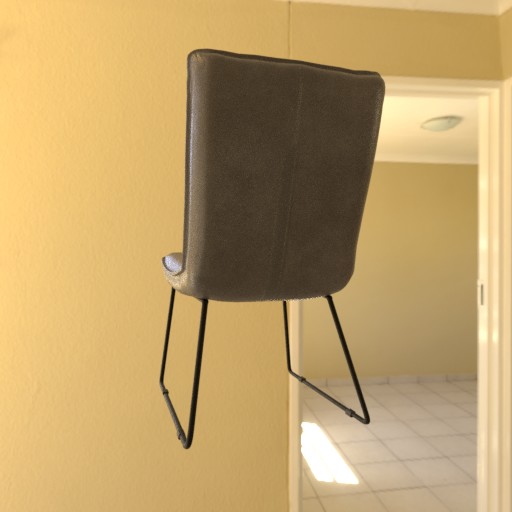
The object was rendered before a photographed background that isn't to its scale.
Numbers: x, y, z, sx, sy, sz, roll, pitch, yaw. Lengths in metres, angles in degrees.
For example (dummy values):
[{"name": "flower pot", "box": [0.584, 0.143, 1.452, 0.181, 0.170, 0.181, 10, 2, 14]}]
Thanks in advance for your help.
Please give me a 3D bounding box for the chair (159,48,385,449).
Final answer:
[{"name": "chair", "box": [0.000, 0.000, 1.345, 0.515, 0.932, 0.688, 0, 0, -18]}]
